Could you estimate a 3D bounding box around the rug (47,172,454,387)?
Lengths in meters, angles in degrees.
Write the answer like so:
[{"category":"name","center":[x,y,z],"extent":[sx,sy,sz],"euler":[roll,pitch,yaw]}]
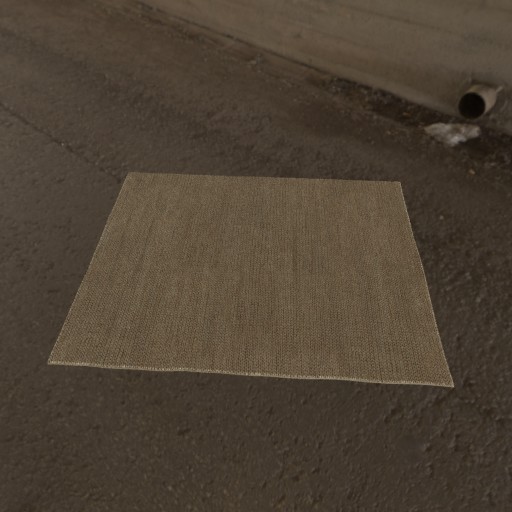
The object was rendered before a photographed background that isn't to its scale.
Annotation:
[{"category":"rug","center":[0.000,0.000,4.125],"extent":[3.052,0.030,2.429],"euler":[3,47,2]}]
